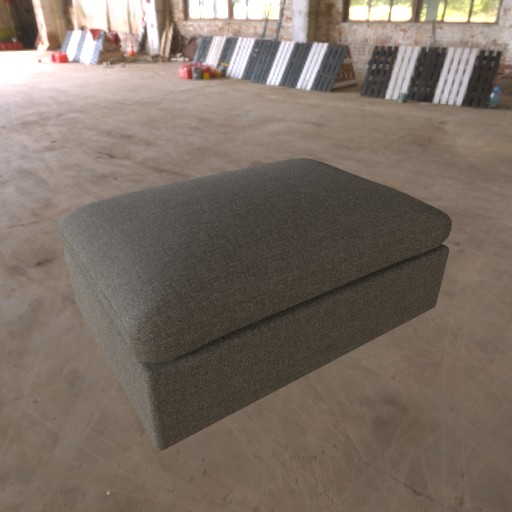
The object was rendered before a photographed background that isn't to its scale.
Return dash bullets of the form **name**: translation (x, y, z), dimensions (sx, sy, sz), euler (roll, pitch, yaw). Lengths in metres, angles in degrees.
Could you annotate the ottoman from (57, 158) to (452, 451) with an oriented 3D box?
- **ottoman**: translation (0.000, 0.000, 1.437), dimensions (1.041, 0.483, 0.711), euler (-18, 34, -29)
